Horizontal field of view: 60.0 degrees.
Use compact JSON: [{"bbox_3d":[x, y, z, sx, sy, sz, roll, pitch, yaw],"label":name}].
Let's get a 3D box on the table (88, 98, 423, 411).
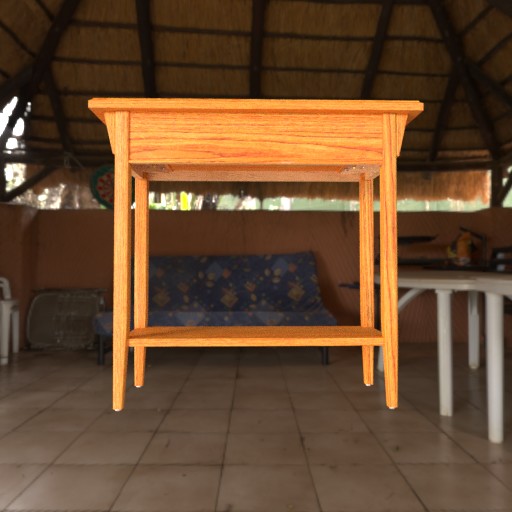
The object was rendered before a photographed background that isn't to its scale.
[{"bbox_3d":[0.000,0.000,1.127,0.762,0.711,0.254,0,-1,-1],"label":"table"}]
